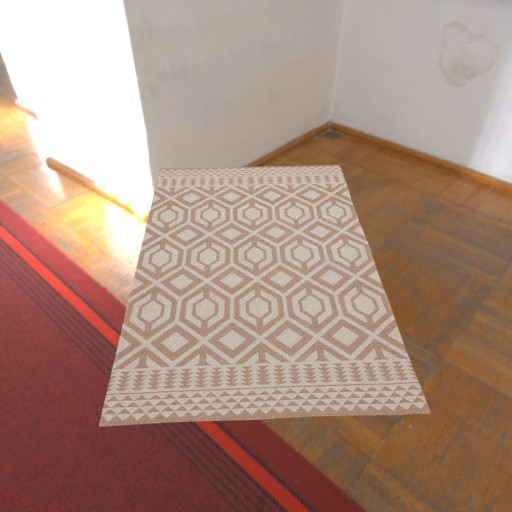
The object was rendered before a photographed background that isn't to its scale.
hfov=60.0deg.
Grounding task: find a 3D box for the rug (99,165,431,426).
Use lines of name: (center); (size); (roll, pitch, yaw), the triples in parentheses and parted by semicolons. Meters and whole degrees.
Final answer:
rug: (0.000, 0.000, 2.313); (1.219, 0.008, 1.829); (-2, 41, -2)
